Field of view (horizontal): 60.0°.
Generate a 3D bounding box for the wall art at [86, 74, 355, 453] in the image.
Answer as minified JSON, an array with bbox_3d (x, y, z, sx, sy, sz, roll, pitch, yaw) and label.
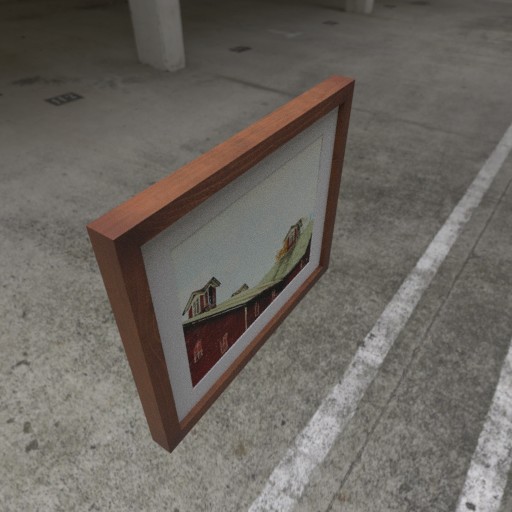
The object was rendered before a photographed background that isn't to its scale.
[{"bbox_3d":[0.000,0.000,0.555,0.030,0.328,0.401,24,46,26],"label":"wall art"}]
